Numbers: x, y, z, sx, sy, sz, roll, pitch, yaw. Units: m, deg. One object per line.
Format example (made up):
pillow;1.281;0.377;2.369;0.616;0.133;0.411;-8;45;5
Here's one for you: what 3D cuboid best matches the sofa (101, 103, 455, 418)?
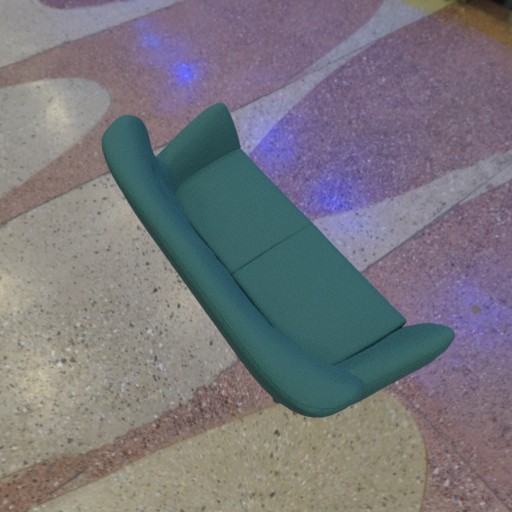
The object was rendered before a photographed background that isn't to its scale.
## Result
sofa;0.000;0.000;2.396;0.889;0.890;1.930;-32;64;-18
